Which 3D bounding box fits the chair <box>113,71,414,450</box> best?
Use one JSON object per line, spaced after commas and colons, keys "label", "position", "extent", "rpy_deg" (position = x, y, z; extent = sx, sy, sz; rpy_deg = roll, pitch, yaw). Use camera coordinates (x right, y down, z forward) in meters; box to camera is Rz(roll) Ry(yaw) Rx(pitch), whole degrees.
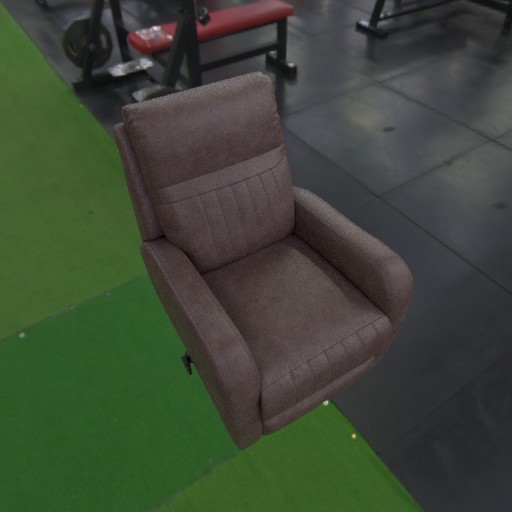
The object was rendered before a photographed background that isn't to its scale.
{"label": "chair", "position": [0.000, 0.000, 1.804], "extent": [0.865, 1.067, 1.067], "rpy_deg": [-24, 51, -21]}
